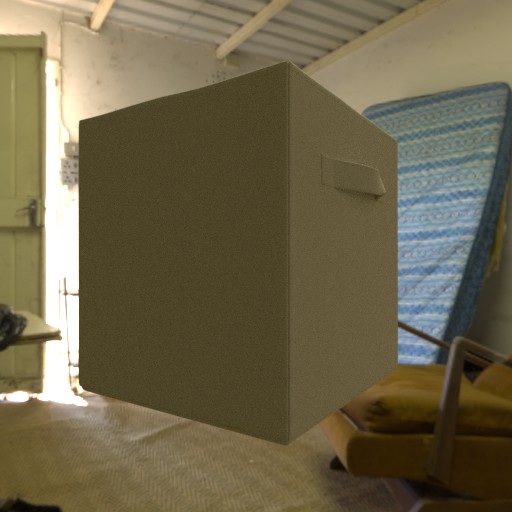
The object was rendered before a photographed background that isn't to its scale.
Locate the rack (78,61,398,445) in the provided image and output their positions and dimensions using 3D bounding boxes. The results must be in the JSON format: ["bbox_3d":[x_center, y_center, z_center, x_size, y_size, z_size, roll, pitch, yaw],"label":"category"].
[{"bbox_3d":[0.000,0.000,0.492,0.270,0.280,0.270,0,0,34],"label":"rack"}]
